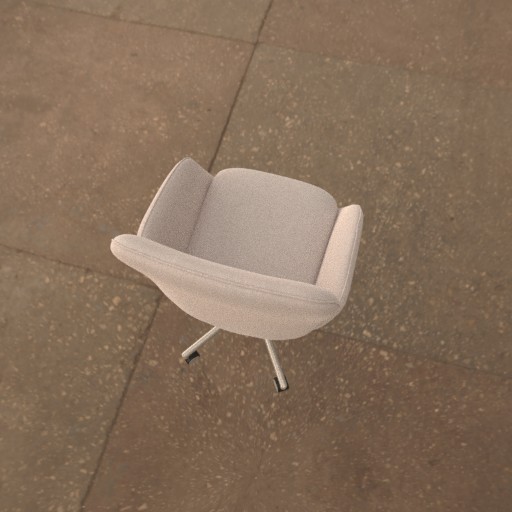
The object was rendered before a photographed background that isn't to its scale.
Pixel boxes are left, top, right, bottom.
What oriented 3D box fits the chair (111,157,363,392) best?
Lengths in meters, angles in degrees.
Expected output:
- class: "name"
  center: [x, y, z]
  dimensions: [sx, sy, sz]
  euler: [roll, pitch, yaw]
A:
- class: "chair"
  center: [0.000, 0.000, 1.394]
  dimensions: [0.648, 0.959, 0.633]
  euler: [15, 64, 7]
